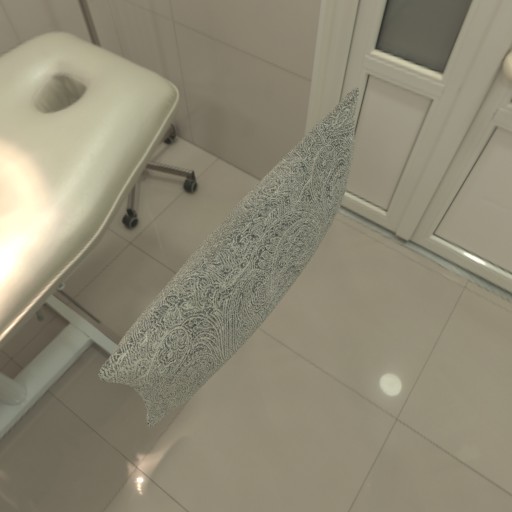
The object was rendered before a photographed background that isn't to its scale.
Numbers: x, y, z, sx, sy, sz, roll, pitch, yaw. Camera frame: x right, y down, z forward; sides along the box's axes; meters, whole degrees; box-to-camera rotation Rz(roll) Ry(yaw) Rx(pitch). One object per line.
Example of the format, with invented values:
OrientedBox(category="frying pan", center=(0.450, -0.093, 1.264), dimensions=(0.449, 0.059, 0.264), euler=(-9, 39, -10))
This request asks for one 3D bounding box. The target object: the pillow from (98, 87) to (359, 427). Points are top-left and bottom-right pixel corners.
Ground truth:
OrientedBox(category="pillow", center=(0.000, 0.000, 0.756), dimensions=(0.151, 0.295, 0.615), euler=(31, 63, 18))
